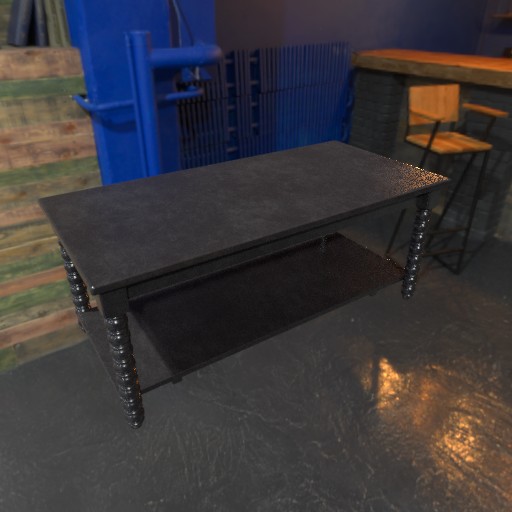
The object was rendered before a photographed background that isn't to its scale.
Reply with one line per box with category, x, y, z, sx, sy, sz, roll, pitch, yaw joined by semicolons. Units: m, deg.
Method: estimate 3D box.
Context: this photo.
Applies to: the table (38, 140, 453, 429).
table;0.000;0.000;1.496;1.171;0.487;0.580;-18;34;-28
